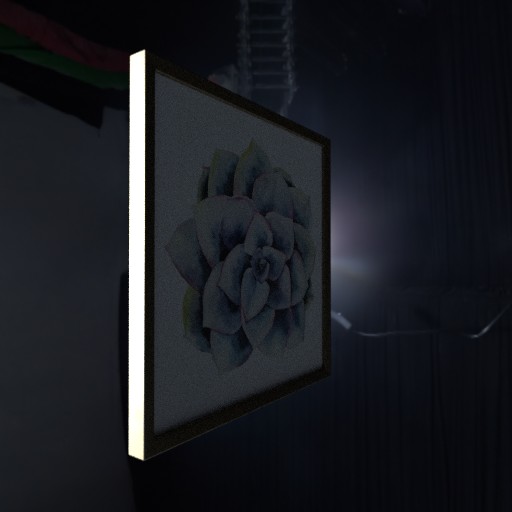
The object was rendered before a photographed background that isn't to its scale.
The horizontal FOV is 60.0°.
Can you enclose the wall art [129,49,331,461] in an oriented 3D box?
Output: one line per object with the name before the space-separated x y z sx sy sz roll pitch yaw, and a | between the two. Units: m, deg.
wall art | 0.000 0.000 0.755 0.030 0.506 0.503 -1 -1 36
